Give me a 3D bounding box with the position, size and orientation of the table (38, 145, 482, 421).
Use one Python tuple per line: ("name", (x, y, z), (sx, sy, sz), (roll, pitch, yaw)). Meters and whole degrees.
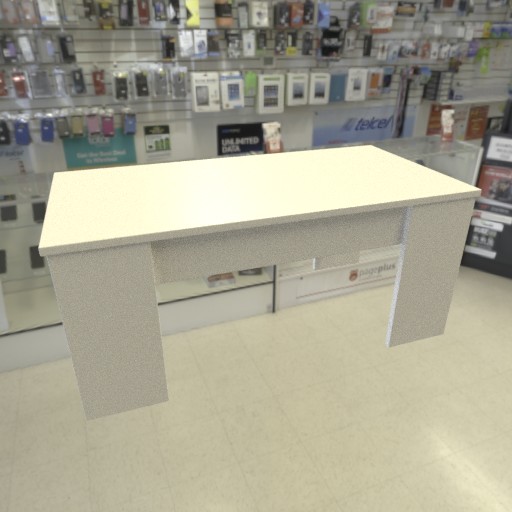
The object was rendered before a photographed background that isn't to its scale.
("table", (0.000, 0.000, 1.251), (1.000, 0.440, 0.500), (-9, 28, -17))
